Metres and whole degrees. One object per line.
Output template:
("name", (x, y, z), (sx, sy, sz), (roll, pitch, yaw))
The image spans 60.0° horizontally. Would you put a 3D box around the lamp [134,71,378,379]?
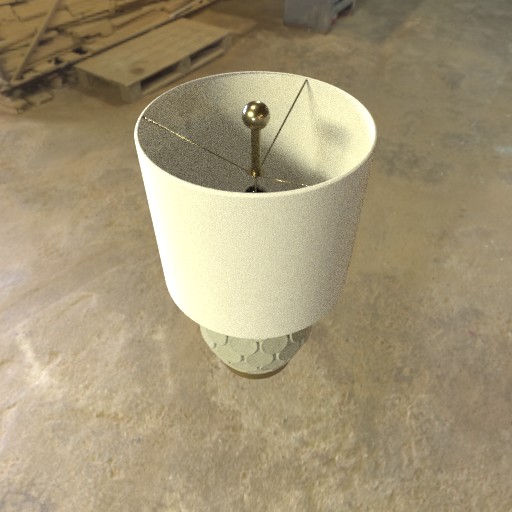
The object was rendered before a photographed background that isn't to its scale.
("lamp", (0.000, 0.000, 0.616), (0.254, 0.452, 0.254), (0, 46, 0))
